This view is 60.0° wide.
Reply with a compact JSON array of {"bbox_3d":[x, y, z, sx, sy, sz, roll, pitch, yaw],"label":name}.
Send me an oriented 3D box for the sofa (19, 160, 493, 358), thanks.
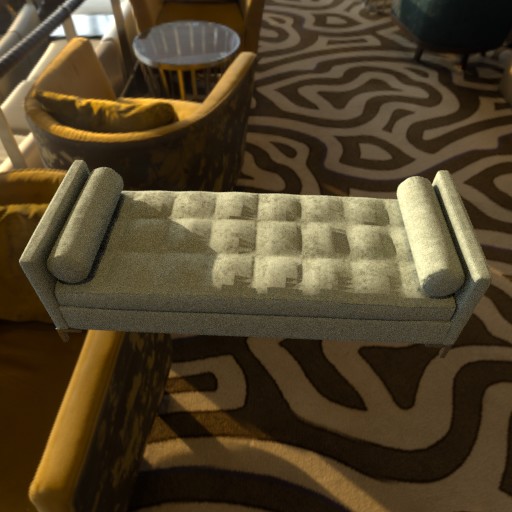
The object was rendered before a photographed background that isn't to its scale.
[{"bbox_3d":[0.000,0.000,2.420,2.102,0.657,0.797,2,47,2],"label":"sofa"}]
